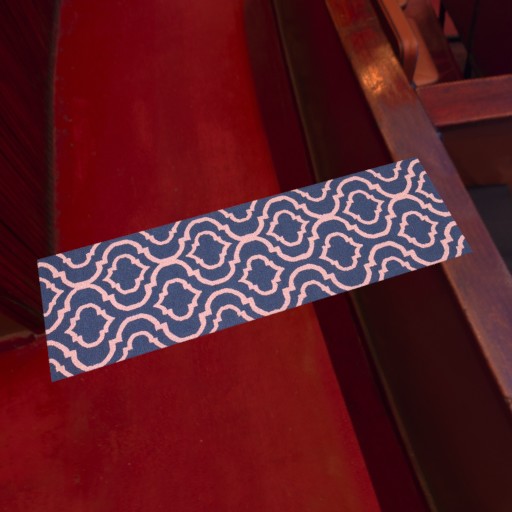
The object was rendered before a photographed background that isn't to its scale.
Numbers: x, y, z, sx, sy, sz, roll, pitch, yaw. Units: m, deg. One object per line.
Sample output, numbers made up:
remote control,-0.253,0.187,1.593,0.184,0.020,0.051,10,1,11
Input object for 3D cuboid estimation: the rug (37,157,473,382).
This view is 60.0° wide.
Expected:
rug,0.000,0.000,2.440,2.296,0.006,0.685,-16,66,-8
